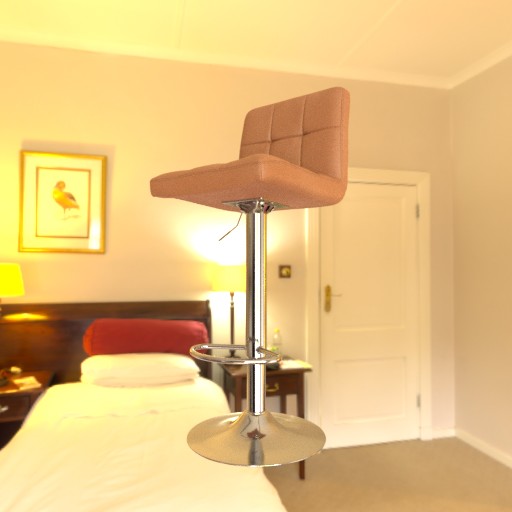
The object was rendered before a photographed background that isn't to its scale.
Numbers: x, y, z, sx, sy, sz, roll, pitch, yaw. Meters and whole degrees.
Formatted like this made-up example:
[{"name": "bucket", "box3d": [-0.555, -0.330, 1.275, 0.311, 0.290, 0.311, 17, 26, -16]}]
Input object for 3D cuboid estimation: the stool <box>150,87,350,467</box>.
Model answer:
[{"name": "stool", "box3d": [0.000, 0.000, 1.374, 0.430, 1.115, 0.505, -1, -1, 38]}]
